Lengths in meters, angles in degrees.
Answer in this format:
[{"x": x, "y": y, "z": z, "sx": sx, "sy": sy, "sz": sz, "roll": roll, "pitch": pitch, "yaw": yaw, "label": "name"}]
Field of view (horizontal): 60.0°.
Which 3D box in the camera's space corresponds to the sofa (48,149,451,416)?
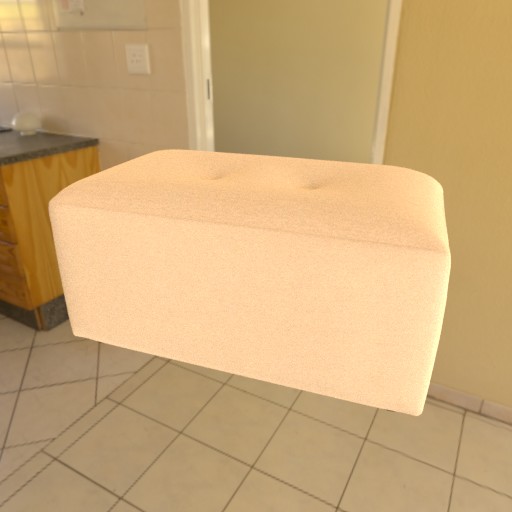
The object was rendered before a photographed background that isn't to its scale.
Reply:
[{"x": 0.000, "y": 0.000, "z": 1.202, "sx": 0.930, "sy": 0.470, "sz": 0.480, "roll": 8, "pitch": 27, "yaw": 17, "label": "sofa"}]
